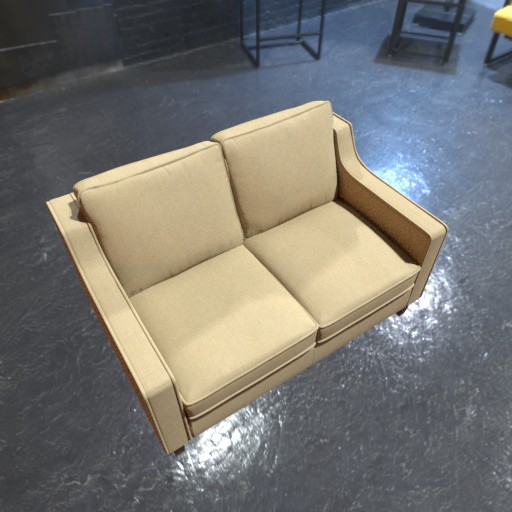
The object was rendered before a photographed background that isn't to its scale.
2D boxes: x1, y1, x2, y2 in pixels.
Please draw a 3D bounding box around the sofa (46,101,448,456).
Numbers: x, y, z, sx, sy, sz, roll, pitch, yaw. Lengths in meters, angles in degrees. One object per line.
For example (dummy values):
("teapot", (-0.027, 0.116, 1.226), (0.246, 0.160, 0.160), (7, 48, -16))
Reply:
("sofa", (0.000, 0.000, 2.119), (1.501, 0.971, 0.987), (-25, 51, -22))
